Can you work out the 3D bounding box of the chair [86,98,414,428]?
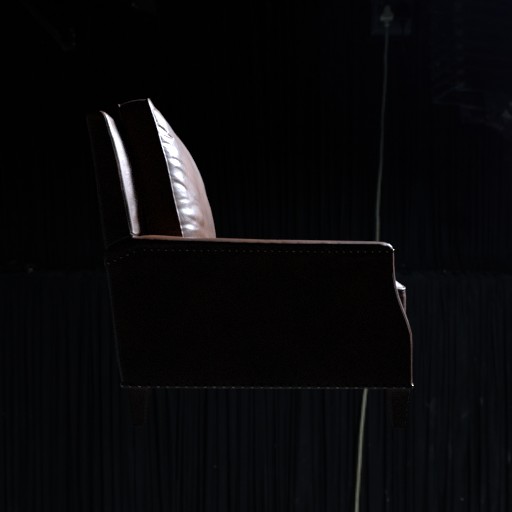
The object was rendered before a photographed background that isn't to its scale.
[{"bbox_3d":[0.000,0.000,1.769,1.035,1.054,0.854,0,1,1],"label":"chair"}]
